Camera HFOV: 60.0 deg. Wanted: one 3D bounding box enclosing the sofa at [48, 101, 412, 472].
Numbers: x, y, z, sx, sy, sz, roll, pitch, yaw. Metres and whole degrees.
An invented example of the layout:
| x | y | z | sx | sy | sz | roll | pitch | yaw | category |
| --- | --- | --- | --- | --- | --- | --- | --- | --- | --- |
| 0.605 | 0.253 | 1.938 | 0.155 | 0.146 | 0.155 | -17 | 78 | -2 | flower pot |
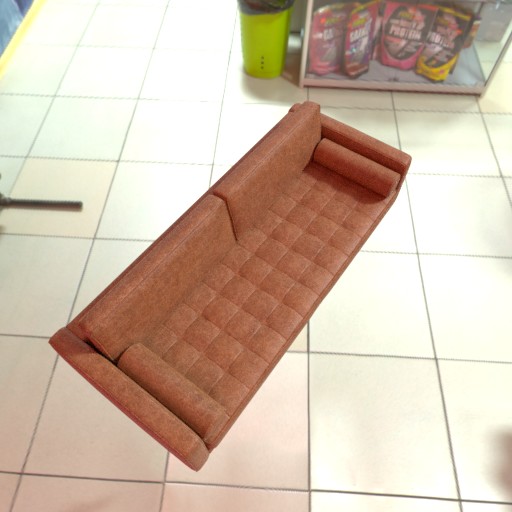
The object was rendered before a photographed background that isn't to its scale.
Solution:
| x | y | z | sx | sy | sz | roll | pitch | yaw | category |
| --- | --- | --- | --- | --- | --- | --- | --- | --- | --- |
| 0.000 | 0.000 | 2.615 | 0.919 | 0.770 | 2.200 | 32 | 63 | 19 | sofa |
